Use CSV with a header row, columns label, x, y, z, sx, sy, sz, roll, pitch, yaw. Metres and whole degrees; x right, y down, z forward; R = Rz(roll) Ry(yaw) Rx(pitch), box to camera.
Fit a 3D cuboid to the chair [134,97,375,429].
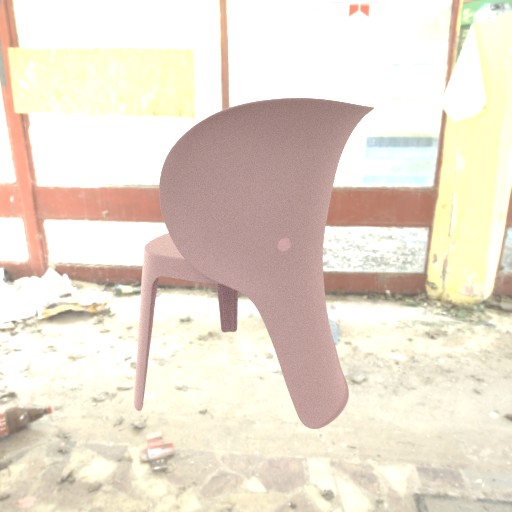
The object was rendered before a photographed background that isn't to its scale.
label,x,y,z,sx,sy,sz,roll,pitch,yaw
chair,0.000,0.000,0.857,0.402,0.554,0.451,8,18,25
